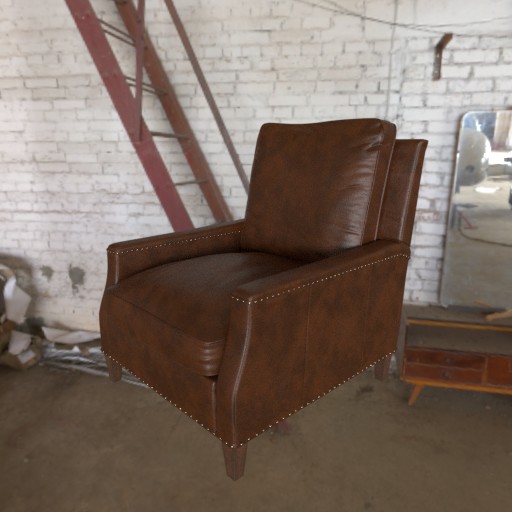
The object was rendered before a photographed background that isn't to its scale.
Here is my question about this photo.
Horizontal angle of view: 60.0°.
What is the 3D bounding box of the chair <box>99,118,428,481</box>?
[{"bbox_3d":[0.000,0.000,1.761,1.035,1.054,0.854,-13,20,-42],"label":"chair"}]
